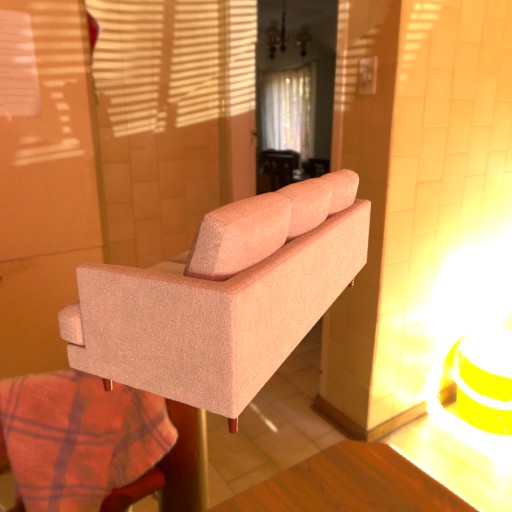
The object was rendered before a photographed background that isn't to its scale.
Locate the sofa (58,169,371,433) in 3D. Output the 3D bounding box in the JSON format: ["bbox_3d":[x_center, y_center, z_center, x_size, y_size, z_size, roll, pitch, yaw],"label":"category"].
[{"bbox_3d":[0.000,0.000,2.718,0.903,0.930,2.246,8,18,25],"label":"sofa"}]
